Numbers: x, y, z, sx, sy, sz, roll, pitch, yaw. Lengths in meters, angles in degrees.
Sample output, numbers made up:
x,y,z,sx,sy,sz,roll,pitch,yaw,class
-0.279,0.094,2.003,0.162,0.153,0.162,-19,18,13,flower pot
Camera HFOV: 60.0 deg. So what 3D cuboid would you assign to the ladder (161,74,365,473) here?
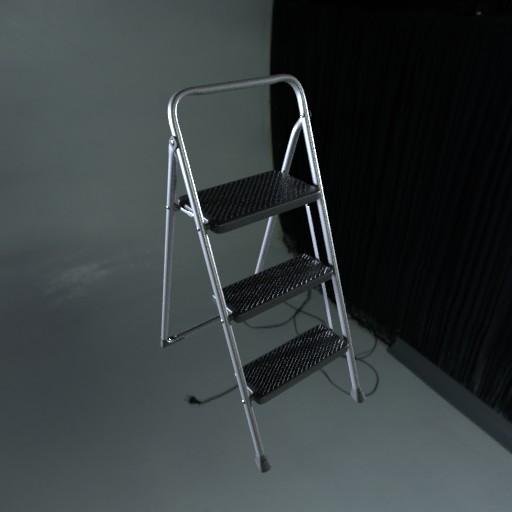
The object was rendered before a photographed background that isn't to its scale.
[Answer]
x,y,z,sx,sy,sz,roll,pitch,yaw,class
0.000,0.000,1.290,0.430,0.945,0.629,-22,38,-31,ladder
